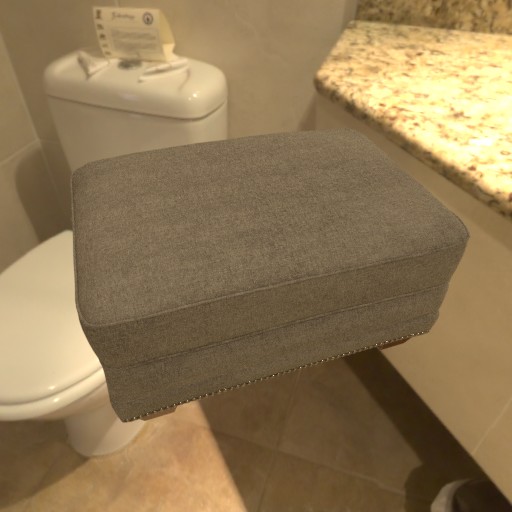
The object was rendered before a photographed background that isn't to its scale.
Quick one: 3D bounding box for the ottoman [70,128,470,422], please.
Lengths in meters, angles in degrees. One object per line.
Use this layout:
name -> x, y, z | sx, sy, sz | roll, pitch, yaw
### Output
ottoman -> 0.000, 0.000, 1.128 | 0.813, 0.457, 0.561 | -13, 44, -14
